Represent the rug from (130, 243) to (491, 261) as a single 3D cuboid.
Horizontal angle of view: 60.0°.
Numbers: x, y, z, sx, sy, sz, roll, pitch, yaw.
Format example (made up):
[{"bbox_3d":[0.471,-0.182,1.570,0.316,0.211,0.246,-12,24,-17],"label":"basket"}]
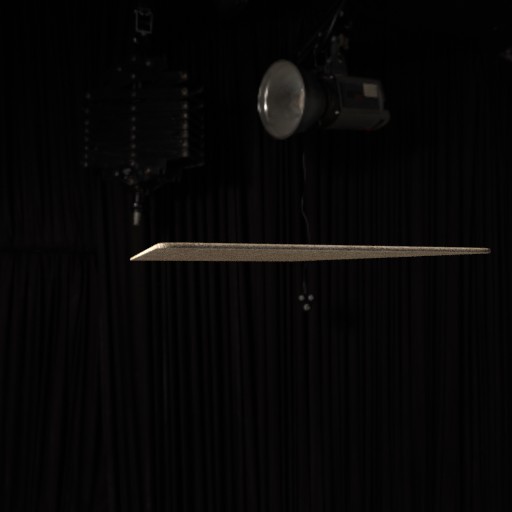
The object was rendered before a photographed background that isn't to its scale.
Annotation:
[{"bbox_3d":[0.000,0.000,2.985,1.539,0.024,2.469,1,-2,-18],"label":"rug"}]
